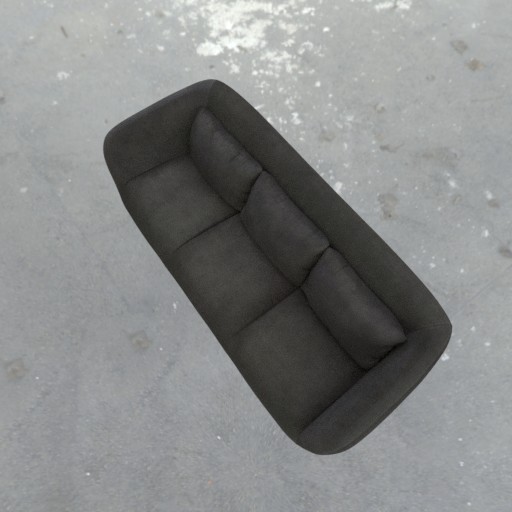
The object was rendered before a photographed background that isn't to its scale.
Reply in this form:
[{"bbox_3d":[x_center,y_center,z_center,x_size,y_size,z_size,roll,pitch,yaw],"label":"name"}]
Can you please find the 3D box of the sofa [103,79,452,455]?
[{"bbox_3d":[0.000,0.000,2.735,0.956,0.875,2.296,-33,68,-15],"label":"sofa"}]
